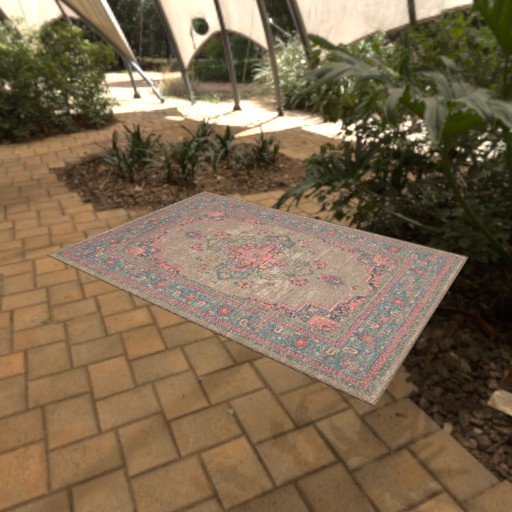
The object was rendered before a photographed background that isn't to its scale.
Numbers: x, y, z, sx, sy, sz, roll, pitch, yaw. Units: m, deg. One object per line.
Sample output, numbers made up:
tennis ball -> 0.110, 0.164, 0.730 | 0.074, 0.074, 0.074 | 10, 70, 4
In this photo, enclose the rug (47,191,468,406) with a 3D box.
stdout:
rug -> 0.000, 0.000, 3.690 | 2.890, 0.013, 2.005 | 18, 32, 31
